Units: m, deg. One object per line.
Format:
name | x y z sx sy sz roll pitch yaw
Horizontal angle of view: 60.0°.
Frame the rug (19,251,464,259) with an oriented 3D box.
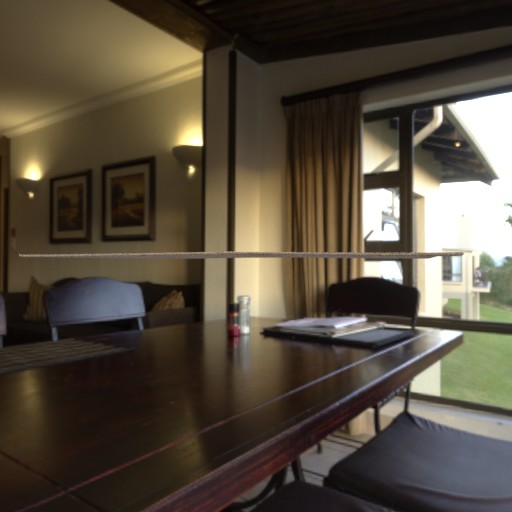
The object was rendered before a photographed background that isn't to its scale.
rug | 0.000 0.000 2.899 2.264 0.030 1.624 0 -1 17
